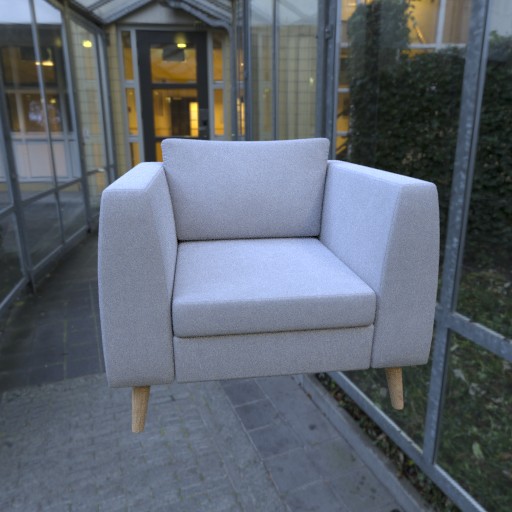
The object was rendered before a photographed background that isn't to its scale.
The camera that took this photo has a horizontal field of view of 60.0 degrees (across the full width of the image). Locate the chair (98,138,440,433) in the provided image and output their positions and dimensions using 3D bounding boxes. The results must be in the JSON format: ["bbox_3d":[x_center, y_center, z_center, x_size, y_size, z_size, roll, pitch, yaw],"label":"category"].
[{"bbox_3d":[0.000,0.000,1.700,1.000,0.860,0.930,-2,17,-8],"label":"chair"}]
